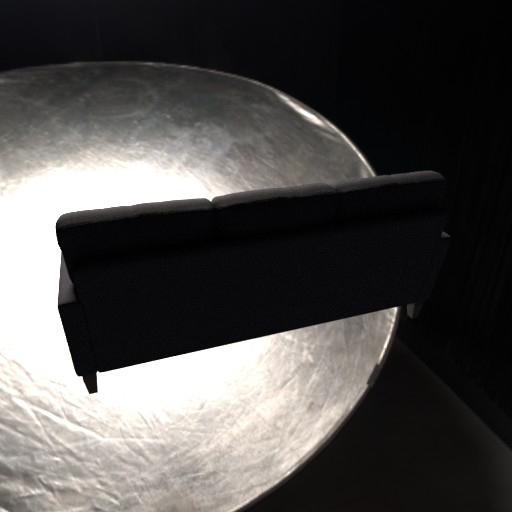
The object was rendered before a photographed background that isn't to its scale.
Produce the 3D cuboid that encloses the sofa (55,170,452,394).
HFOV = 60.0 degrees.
[{"bbox_3d":[0.000,0.000,2.617,2.115,0.984,0.888,-9,28,-18],"label":"sofa"}]
